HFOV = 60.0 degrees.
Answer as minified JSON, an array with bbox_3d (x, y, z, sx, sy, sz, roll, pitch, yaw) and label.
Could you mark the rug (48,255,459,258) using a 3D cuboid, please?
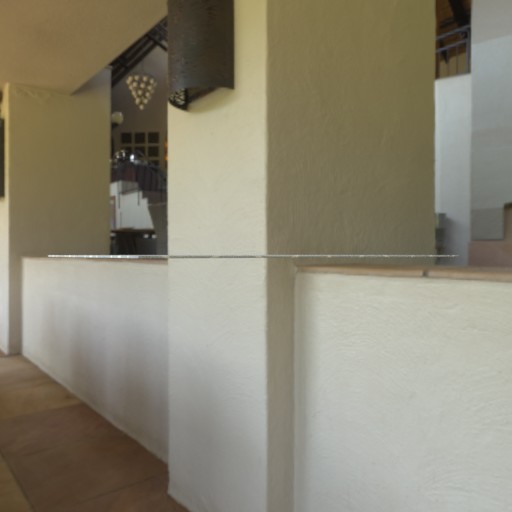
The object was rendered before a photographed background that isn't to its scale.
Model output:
[{"bbox_3d":[0.000,0.000,2.726,2.080,0.010,1.451,0,0,-36],"label":"rug"}]
